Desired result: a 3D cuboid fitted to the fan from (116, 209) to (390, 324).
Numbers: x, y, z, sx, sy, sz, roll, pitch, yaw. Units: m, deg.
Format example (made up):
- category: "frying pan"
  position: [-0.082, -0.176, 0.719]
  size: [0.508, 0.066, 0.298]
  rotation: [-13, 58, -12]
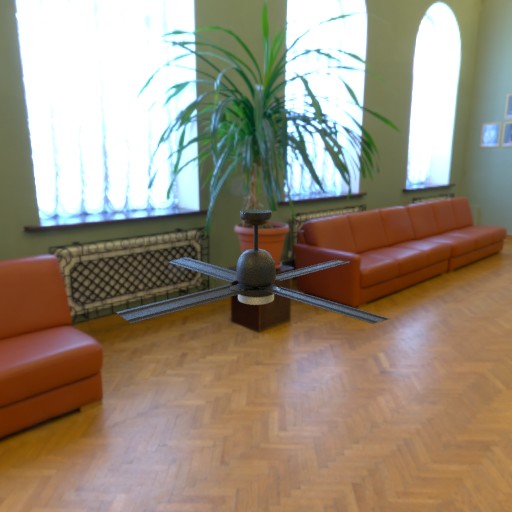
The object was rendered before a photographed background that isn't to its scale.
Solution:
- category: "fan"
  position: [0.000, 0.000, 2.021]
  size: [1.319, 0.410, 1.319]
  rotation: [-12, 17, -43]
